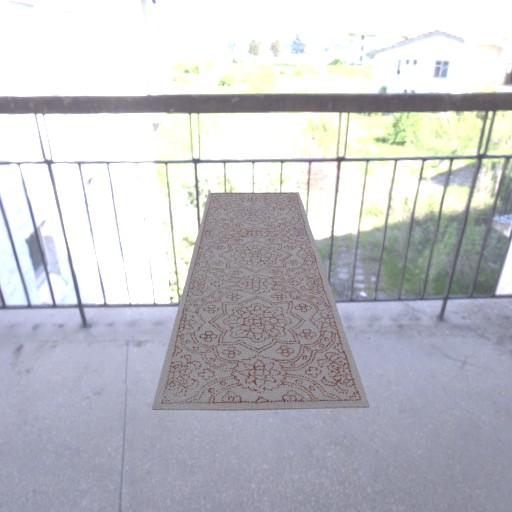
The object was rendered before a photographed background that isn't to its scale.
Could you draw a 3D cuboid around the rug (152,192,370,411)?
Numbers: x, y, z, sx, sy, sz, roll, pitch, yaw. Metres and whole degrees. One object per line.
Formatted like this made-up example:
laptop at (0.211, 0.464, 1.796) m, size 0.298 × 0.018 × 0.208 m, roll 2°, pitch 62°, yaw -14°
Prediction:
rug at (0.000, 0.000, 2.645) m, size 0.769 × 0.012 × 2.448 m, roll 0°, pitch 26°, yaw -1°
